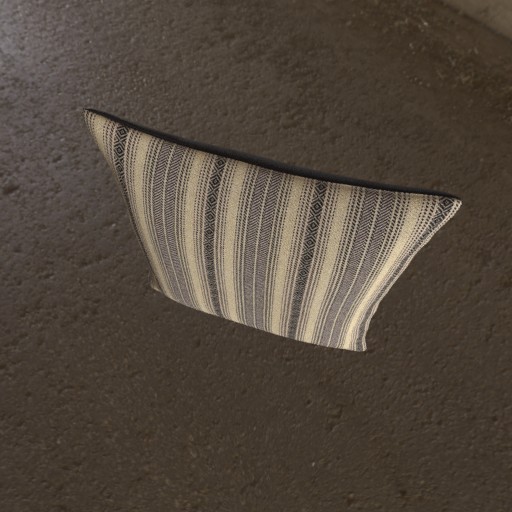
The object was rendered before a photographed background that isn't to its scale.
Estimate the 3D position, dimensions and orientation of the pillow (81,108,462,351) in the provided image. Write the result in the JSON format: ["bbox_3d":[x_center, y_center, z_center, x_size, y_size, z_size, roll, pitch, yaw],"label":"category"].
[{"bbox_3d":[0.000,0.000,0.788,0.520,0.508,0.166,16,60,9],"label":"pillow"}]
